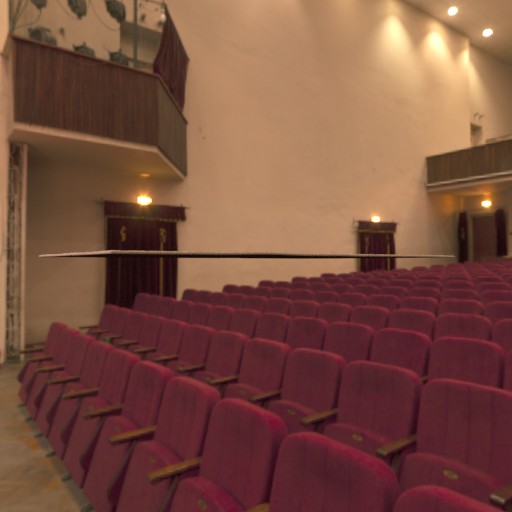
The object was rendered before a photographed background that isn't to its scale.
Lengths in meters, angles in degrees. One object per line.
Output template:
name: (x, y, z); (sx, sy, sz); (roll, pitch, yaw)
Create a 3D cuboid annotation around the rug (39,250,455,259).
rug: (0.000, 0.000, 1.068); (0.867, 0.007, 0.515); (1, -1, -36)
